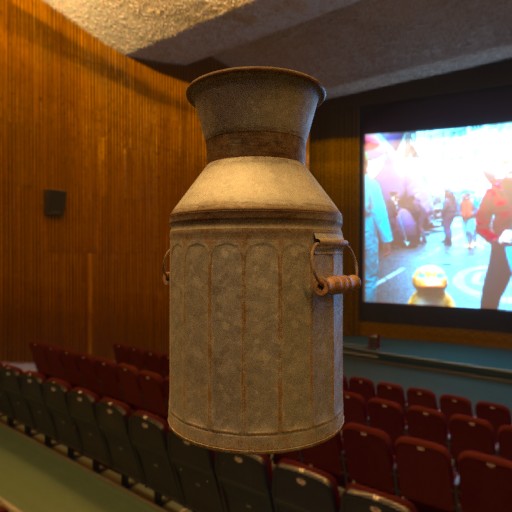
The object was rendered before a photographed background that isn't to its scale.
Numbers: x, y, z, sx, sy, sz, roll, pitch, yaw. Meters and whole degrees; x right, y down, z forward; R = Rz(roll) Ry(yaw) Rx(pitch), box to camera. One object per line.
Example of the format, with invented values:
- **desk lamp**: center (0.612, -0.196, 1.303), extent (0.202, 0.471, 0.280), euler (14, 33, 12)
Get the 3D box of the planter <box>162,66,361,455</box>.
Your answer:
- **planter**: center (0.000, 0.000, 0.545), extent (0.245, 0.396, 0.214), euler (0, 0, 37)
